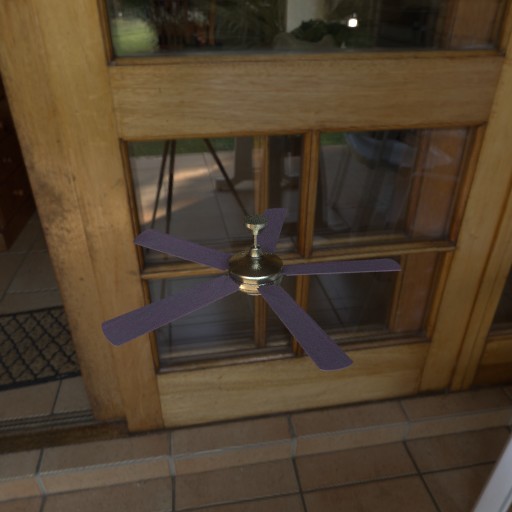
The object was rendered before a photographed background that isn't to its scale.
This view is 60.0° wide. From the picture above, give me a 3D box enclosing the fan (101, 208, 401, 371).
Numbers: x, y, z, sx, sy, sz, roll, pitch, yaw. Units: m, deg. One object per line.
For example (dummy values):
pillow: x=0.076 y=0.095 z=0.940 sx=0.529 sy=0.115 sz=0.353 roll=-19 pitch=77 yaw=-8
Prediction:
fan: x=0.000 y=0.000 z=1.962 sx=1.321 sy=0.356 sz=1.321 roll=-8 pitch=31 yaw=-13
